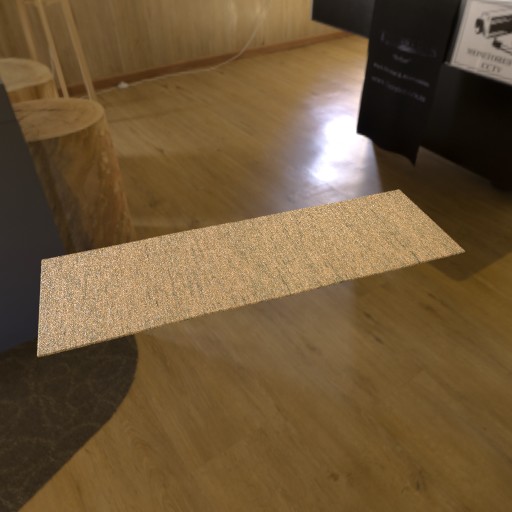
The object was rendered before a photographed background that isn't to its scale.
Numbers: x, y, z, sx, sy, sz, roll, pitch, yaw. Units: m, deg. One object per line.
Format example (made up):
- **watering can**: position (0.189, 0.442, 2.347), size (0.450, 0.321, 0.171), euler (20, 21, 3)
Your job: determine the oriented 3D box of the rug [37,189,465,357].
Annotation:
- **rug**: position (0.000, 0.000, 2.501), size (2.290, 0.014, 0.700), euler (-12, 42, -14)
